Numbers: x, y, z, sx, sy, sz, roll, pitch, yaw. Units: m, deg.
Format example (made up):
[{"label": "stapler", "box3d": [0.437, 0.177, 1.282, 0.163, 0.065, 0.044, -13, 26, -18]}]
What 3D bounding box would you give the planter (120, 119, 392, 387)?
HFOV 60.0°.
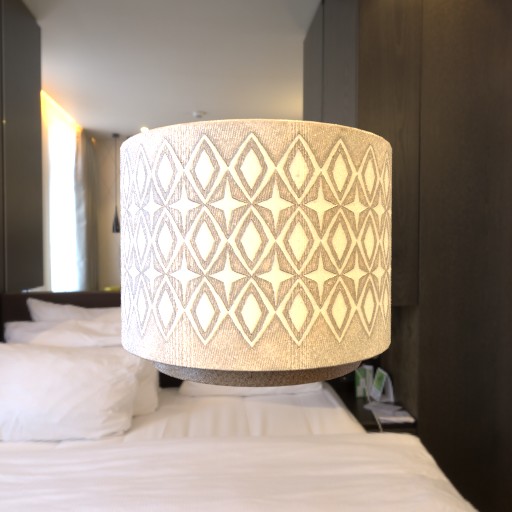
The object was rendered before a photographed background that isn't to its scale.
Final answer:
[{"label": "planter", "box3d": [0.000, 0.000, 0.319, 0.186, 0.144, 0.186, 0, 1, 0]}]
